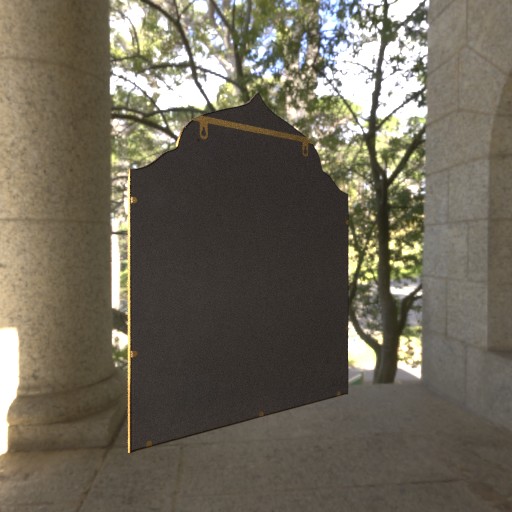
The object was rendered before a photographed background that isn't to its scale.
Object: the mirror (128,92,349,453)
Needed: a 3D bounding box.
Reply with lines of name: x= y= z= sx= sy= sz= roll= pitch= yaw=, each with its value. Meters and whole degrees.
mirror: x=0.000 y=0.000 z=0.867 sx=0.513 sy=0.635 sz=0.018 roll=0 pitch=0 yaw=-36
